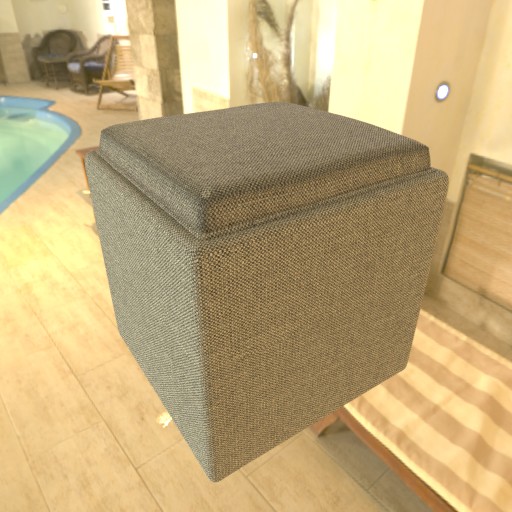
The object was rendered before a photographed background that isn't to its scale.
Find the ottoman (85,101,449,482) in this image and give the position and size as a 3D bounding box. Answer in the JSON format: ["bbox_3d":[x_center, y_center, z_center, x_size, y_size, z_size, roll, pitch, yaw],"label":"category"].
[{"bbox_3d":[0.000,0.000,0.826,0.454,0.487,0.436,-19,35,-29],"label":"ottoman"}]
